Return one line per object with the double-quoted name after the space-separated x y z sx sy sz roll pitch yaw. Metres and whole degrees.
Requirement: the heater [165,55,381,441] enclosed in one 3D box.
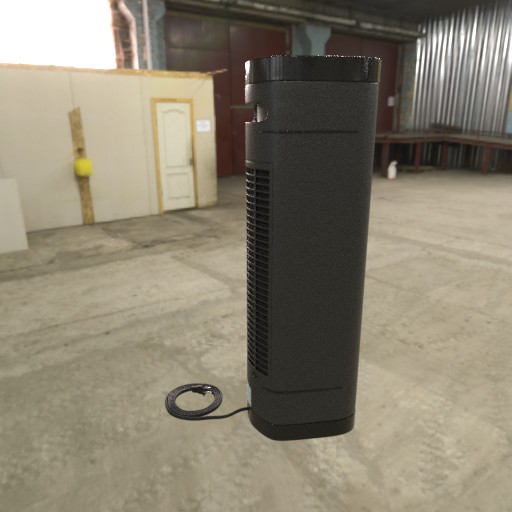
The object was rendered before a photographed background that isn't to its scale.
0.000 0.000 0.686 0.312 0.552 0.174 -2 17 -8 "heater"
